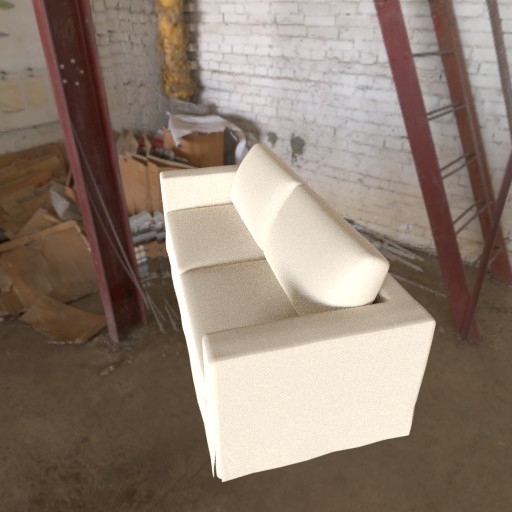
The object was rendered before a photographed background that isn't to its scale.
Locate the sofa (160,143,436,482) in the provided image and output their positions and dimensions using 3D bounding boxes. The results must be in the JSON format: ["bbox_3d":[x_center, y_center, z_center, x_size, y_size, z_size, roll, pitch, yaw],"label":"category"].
[{"bbox_3d":[0.000,0.000,2.667,0.954,0.881,2.163,-8,31,-13],"label":"sofa"}]
